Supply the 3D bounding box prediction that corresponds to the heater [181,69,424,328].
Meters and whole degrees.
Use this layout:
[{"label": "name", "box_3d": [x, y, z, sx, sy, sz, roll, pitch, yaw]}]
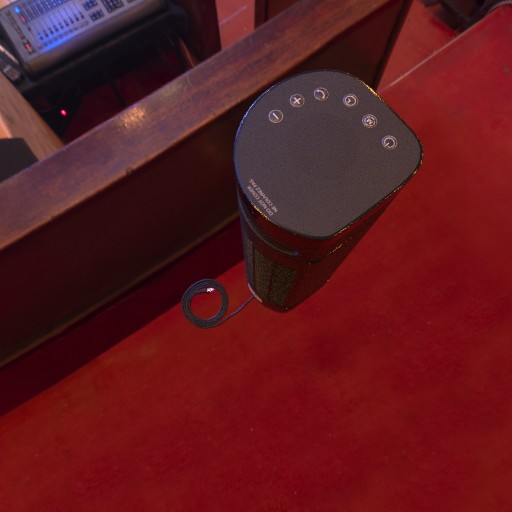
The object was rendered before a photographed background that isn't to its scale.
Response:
[{"label": "heater", "box_3d": [0.000, 0.000, 0.684, 0.312, 0.552, 0.174, -37, 79, -9]}]
